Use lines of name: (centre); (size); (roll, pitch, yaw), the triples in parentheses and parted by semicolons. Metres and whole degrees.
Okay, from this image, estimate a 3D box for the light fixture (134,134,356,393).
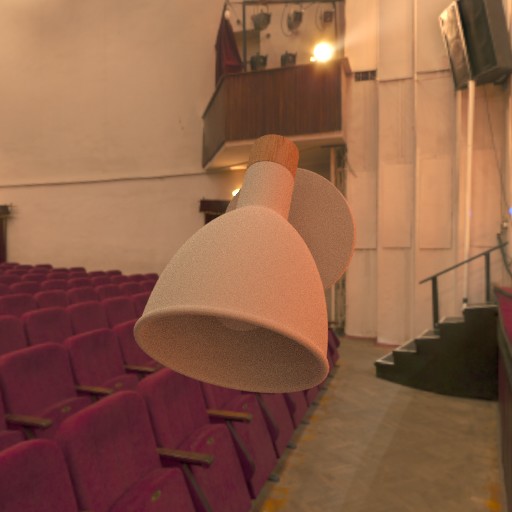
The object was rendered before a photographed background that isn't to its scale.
light fixture: (0.000, 0.000, 0.330); (0.127, 0.199, 0.209); (0, 0, 18)
